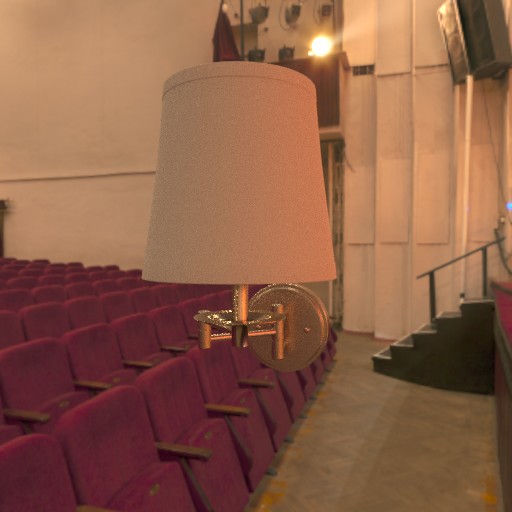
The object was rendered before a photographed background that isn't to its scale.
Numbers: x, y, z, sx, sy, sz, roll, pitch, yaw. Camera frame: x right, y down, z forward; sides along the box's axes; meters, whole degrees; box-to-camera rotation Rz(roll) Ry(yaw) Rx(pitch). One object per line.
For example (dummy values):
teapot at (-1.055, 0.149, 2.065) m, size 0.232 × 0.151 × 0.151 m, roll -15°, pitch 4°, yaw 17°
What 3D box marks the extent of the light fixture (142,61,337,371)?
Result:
light fixture at (0.000, 0.000, 0.579) m, size 0.223 × 0.381 × 0.348 m, roll 0°, pitch 1°, yaw 18°
